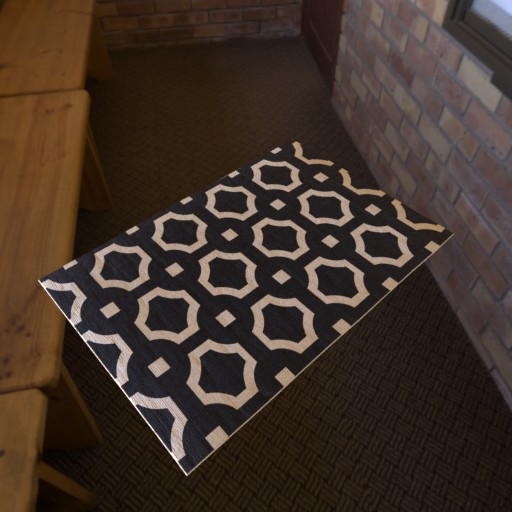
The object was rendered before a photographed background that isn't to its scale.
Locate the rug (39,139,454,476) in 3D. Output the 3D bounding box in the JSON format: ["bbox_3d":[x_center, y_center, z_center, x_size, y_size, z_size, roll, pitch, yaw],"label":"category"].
[{"bbox_3d":[0.000,0.000,2.918,2.286,0.016,1.555,-35,57,-27],"label":"rug"}]
